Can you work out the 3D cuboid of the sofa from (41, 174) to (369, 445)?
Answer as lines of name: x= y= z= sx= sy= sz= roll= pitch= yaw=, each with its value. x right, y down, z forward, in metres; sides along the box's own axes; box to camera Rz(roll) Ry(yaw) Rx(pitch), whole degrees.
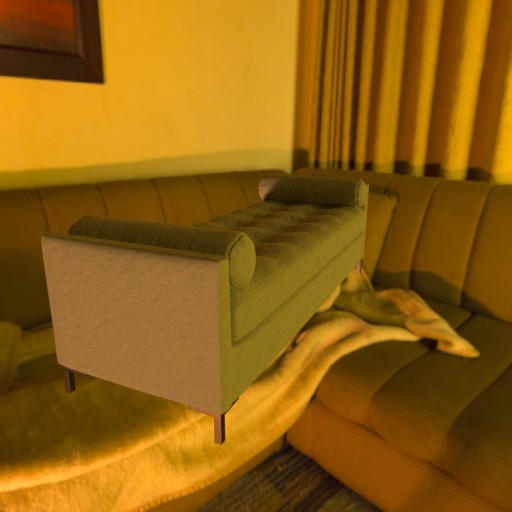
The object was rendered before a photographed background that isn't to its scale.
sofa: x=0.000 y=0.000 z=2.445 sx=0.796 sy=0.705 sz=2.102 roll=8 pitch=18 yaw=25
